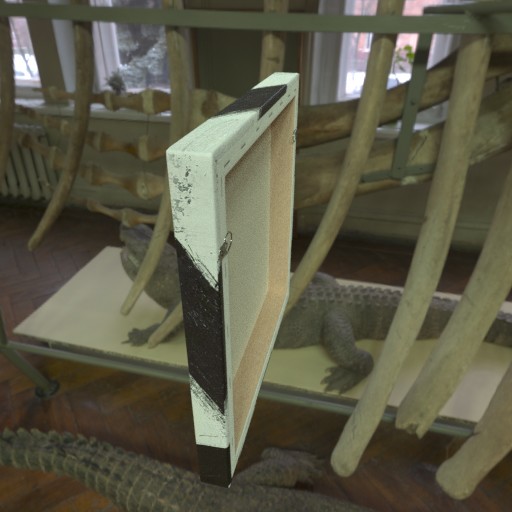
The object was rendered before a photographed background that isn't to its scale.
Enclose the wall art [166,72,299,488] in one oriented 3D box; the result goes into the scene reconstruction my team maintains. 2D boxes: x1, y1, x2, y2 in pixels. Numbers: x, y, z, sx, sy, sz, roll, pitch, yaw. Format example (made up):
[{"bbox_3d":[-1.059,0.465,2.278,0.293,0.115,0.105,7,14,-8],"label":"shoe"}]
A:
[{"bbox_3d":[0.000,0.000,0.744,0.050,0.508,0.507,7,31,12],"label":"wall art"}]
